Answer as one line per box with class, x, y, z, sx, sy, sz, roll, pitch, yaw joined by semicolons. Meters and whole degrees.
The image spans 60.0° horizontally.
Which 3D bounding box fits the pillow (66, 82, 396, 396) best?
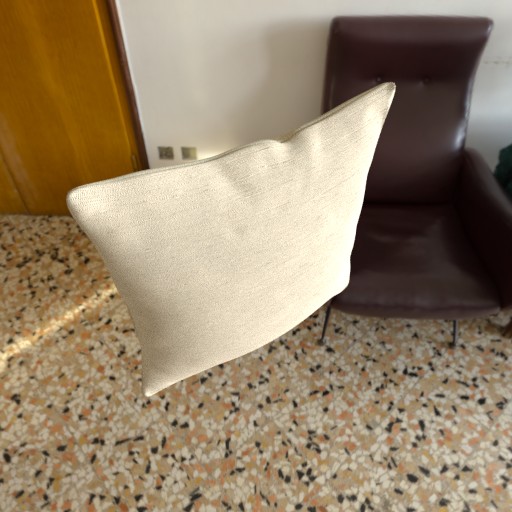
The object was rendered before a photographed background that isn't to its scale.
pillow;0.000;0.000;0.651;0.437;0.420;0.162;-25;51;-22
